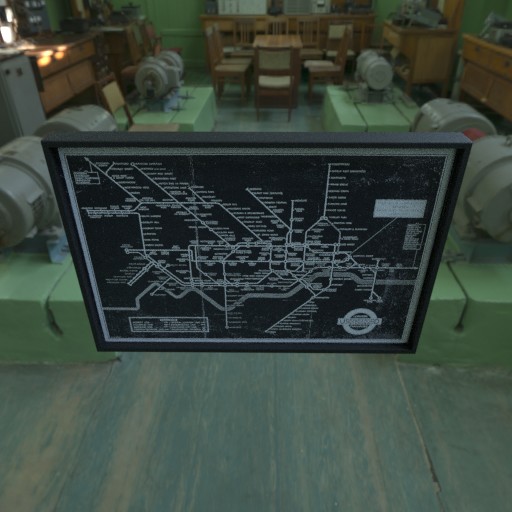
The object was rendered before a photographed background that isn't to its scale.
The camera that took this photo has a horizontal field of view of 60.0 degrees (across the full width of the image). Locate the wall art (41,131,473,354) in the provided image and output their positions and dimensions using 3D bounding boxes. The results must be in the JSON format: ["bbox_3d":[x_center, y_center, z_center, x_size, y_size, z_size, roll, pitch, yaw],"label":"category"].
[{"bbox_3d":[0.000,0.000,0.832,0.671,0.456,0.051,0,33,0],"label":"wall art"}]
